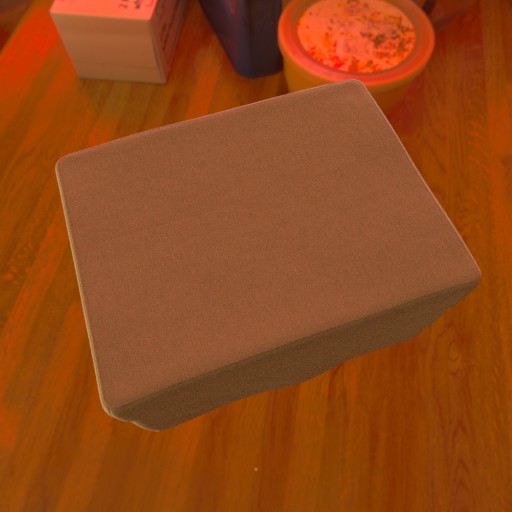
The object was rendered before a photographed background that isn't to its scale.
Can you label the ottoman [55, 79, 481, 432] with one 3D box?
[{"bbox_3d":[0.000,0.000,1.195,0.833,0.461,0.648,-18,66,-8],"label":"ottoman"}]
